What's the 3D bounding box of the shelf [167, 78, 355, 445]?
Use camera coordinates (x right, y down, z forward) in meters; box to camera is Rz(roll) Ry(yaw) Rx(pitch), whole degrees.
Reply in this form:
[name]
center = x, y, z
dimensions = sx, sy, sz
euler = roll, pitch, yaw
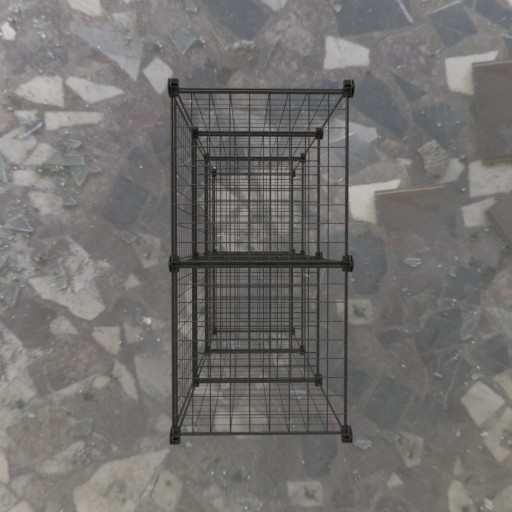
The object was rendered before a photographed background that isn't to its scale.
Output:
[shelf]
center = 0.000, 0.000, 1.381
dimensions = 0.356, 1.067, 0.711
euler = 0, 92, -1
